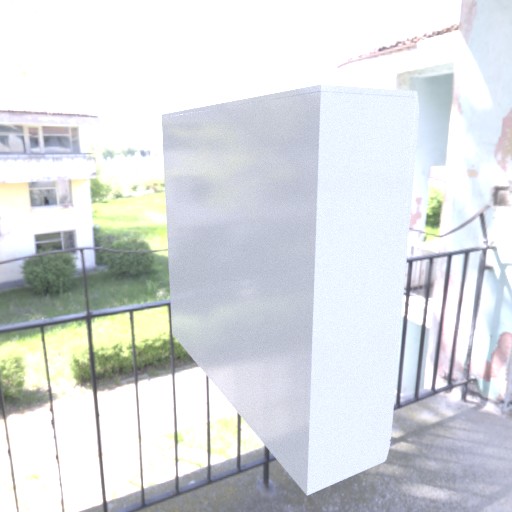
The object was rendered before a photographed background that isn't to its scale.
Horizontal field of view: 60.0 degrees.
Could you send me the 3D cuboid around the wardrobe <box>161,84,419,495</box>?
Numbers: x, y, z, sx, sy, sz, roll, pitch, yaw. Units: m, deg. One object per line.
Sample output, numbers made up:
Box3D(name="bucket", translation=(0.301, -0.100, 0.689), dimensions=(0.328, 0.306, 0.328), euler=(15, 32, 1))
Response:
Box3D(name="wardrobe", translation=(0.000, 0.000, 1.868), dimensions=(0.360, 1.200, 1.340), euler=(-8, 16, -27))
